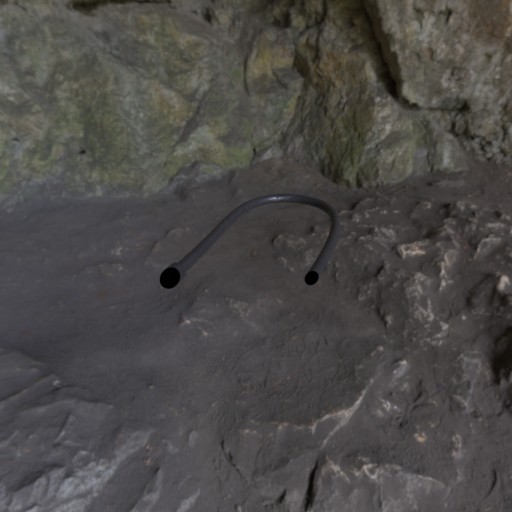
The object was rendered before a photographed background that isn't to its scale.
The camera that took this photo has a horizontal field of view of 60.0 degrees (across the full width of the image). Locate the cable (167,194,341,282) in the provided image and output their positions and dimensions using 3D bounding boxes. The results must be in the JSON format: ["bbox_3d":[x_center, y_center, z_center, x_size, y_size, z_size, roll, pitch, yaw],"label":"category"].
[{"bbox_3d":[0.000,0.000,0.110,0.041,0.005,0.098,8,27,16],"label":"cable"}]
